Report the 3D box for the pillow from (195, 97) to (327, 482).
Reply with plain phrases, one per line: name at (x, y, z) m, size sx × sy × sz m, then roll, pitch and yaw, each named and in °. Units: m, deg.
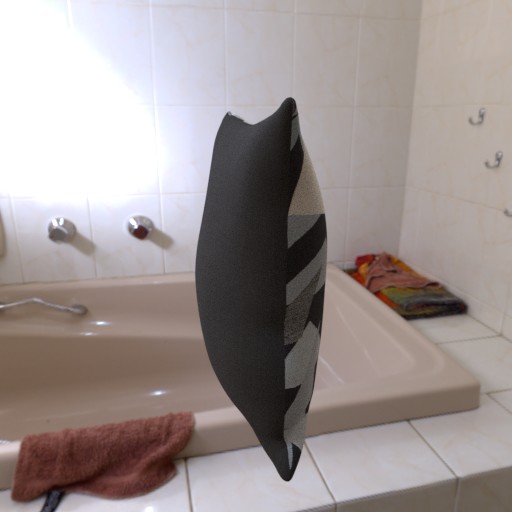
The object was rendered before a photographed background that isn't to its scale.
pillow at (0.000, 0.000, 0.764) m, size 0.208 × 0.496 × 0.503 m, roll -3°, pitch 18°, yaw -11°
